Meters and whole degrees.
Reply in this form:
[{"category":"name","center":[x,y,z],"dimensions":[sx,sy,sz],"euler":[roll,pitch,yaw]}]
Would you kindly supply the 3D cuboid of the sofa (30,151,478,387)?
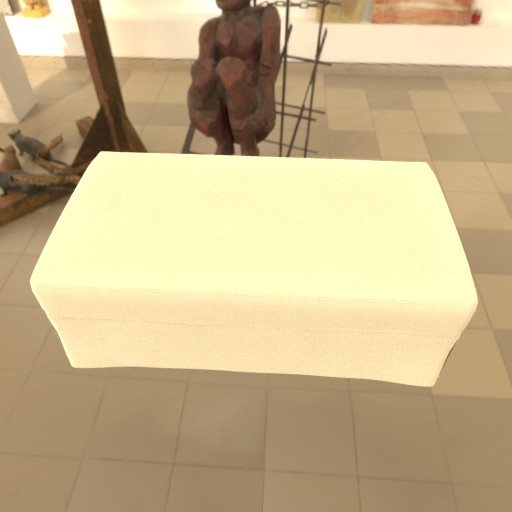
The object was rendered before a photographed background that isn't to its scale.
[{"category":"sofa","center":[0.000,0.000,2.045],"dimensions":[1.677,0.552,0.939],"euler":[2,47,2]}]
